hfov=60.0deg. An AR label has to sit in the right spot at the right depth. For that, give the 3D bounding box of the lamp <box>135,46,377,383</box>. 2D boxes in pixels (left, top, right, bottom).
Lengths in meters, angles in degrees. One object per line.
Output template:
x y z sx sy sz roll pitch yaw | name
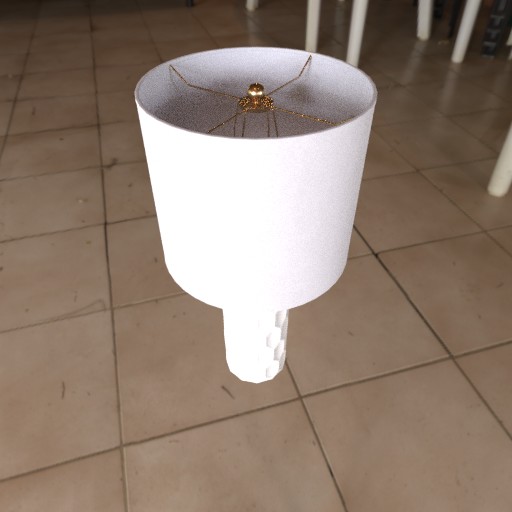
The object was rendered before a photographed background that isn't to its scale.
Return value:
0.000 0.000 0.693 0.277 0.537 0.277 -12 43 -13 | lamp
